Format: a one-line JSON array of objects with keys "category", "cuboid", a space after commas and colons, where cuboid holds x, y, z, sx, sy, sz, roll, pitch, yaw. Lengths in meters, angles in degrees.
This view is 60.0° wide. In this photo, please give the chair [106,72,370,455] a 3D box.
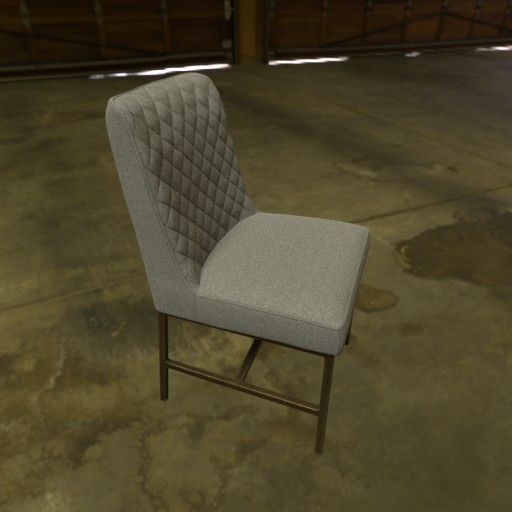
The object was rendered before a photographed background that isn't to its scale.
[{"category": "chair", "cuboid": [0.000, 0.000, 1.245, 0.587, 0.889, 0.508, 10, 33, 16]}]
